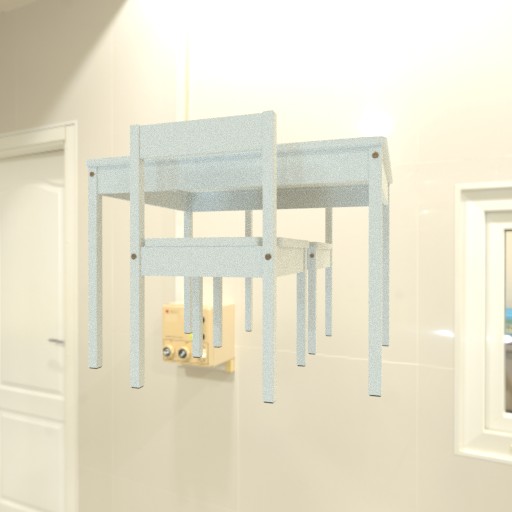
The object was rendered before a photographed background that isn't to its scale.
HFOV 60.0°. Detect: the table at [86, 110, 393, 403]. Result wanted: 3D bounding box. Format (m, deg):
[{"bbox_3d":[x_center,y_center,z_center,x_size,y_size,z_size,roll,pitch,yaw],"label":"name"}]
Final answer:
[{"bbox_3d":[0.000,0.000,1.118,0.650,0.503,0.672,0,0,18],"label":"table"}]
